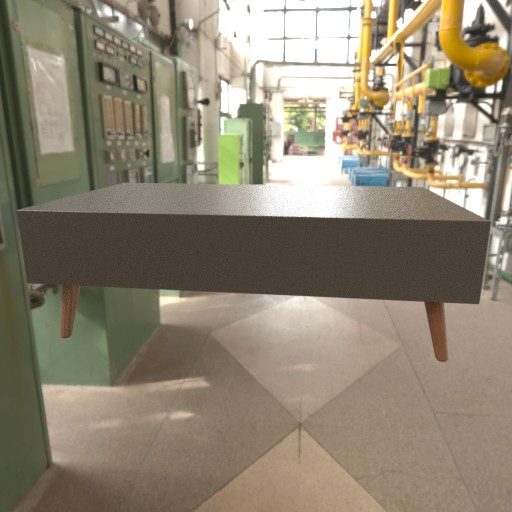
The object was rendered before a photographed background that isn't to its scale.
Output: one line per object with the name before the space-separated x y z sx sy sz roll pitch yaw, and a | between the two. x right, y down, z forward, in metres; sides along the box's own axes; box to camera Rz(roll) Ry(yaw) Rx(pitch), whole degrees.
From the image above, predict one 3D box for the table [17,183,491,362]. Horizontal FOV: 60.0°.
table | 0.000 0.000 1.499 1.201 0.404 0.703 2 16 7
